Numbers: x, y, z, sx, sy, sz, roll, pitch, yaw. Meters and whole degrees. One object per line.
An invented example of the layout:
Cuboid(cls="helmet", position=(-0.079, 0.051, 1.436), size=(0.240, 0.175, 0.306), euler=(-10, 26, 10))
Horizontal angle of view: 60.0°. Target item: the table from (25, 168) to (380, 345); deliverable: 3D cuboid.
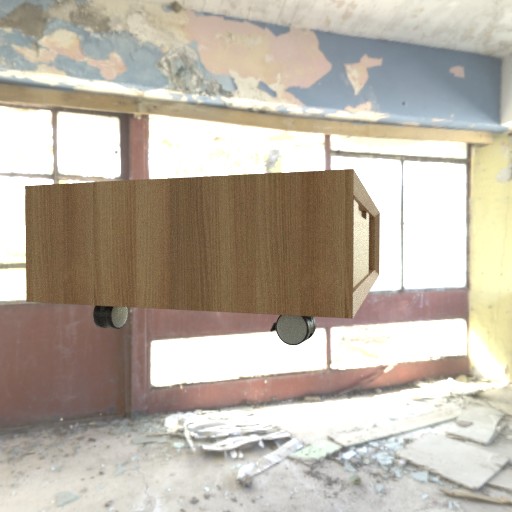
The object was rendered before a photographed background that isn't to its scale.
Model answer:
Cuboid(cls="table", position=(0.000, 0.000, 1.382), size=(0.700, 0.330, 1.100), euler=(1, 2, 18))
